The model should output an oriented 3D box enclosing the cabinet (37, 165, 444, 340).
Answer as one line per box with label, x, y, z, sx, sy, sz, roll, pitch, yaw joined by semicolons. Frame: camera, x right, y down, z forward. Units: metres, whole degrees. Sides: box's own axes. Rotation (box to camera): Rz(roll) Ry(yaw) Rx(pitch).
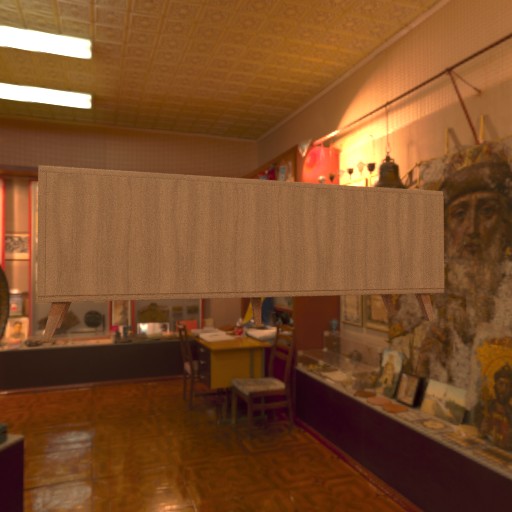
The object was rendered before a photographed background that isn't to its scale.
cabinet;0.000;0.000;2.535;2.198;0.779;0.499;0;-1;-18
